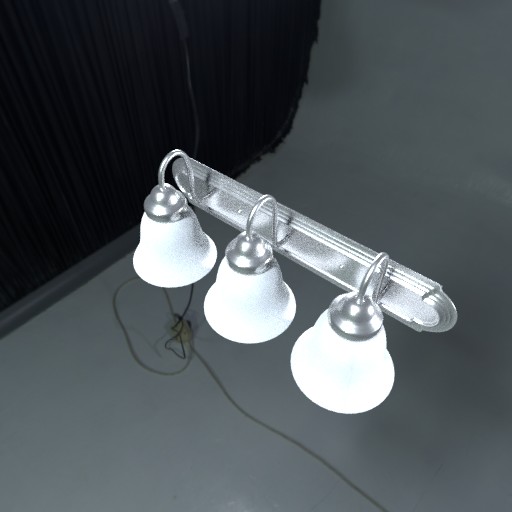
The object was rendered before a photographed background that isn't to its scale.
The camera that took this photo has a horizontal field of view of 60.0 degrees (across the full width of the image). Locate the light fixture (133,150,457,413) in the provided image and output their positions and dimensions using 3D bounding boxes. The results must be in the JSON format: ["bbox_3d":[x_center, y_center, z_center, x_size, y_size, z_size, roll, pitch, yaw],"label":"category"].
[{"bbox_3d":[0.000,0.000,0.725,0.610,0.222,0.199,30,53,26],"label":"light fixture"}]
